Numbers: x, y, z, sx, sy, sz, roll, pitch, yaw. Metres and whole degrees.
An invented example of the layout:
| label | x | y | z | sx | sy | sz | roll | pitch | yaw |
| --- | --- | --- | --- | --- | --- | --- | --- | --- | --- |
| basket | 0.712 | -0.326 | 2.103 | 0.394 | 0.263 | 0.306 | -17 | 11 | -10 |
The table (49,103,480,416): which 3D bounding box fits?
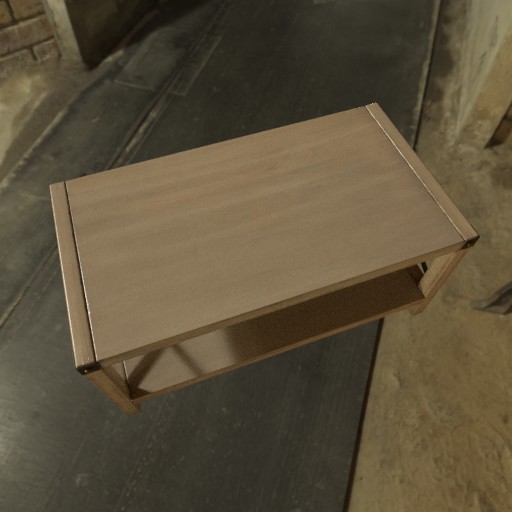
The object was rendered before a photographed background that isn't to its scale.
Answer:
| label | x | y | z | sx | sy | sz | roll | pitch | yaw |
| --- | --- | --- | --- | --- | --- | --- | --- | --- | --- |
| table | 0.000 | 0.000 | 1.348 | 1.016 | 0.456 | 0.559 | -17 | 59 | -10 |
